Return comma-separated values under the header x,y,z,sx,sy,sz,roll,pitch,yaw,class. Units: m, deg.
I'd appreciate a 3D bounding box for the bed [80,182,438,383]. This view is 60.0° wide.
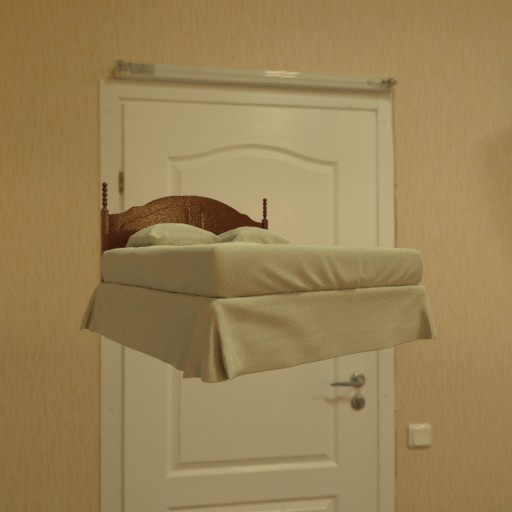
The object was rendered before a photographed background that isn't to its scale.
x,y,z,sx,sy,sz,roll,pitch,yaw,class
0.000,0.000,3.763,2.322,1.355,2.219,0,0,-37,bed
